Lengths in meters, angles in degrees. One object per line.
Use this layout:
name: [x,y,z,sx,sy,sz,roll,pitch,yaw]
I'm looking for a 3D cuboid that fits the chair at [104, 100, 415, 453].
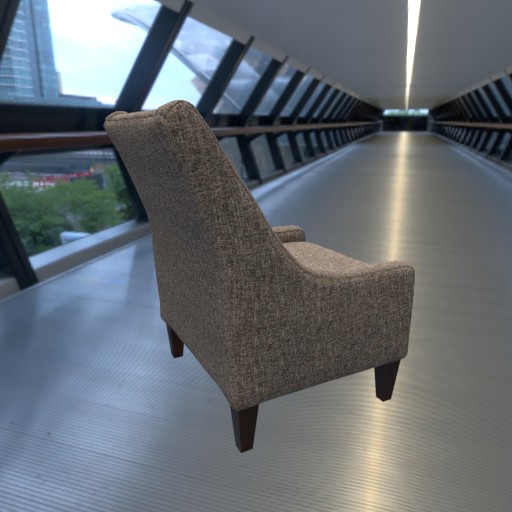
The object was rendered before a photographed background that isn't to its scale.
chair: [0.000,0.000,1.616,0.870,1.014,0.774,-8,18,-27]
